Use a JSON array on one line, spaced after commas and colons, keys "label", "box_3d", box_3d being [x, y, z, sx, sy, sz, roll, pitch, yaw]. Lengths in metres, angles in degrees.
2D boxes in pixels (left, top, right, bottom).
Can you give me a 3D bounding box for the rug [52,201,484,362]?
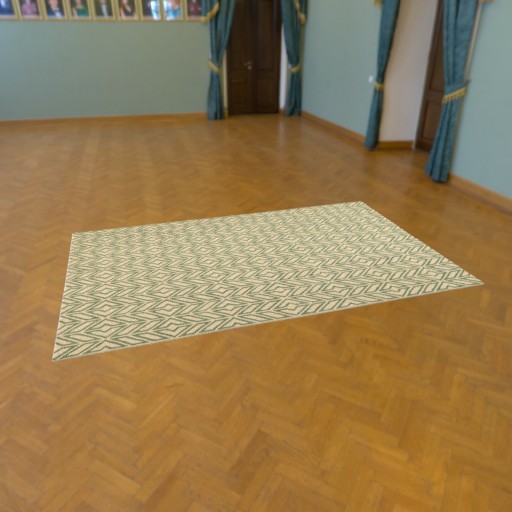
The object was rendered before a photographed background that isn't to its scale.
[{"label": "rug", "box_3d": [0.000, 0.000, 3.014, 2.435, 0.011, 1.517, -8, 28, -15]}]
